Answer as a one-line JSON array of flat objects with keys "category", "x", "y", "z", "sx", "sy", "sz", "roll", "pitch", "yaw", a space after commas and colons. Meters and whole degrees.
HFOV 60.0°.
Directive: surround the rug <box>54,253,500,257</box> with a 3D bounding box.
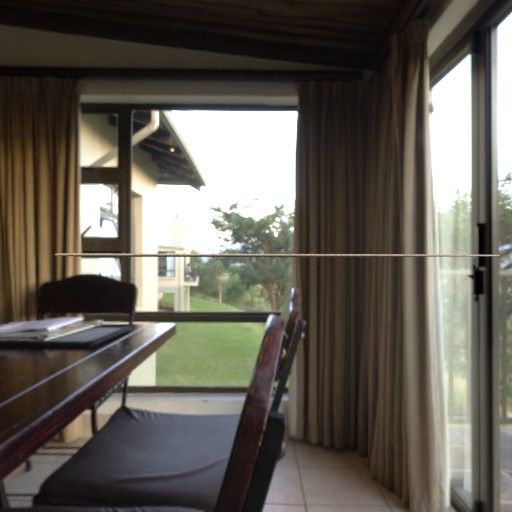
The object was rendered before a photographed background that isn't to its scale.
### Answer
[{"category": "rug", "x": 0.000, "y": 0.000, "z": 3.895, "sx": 2.980, "sy": 0.012, "sz": 2.363, "roll": 0, "pitch": 0, "yaw": -18}]
